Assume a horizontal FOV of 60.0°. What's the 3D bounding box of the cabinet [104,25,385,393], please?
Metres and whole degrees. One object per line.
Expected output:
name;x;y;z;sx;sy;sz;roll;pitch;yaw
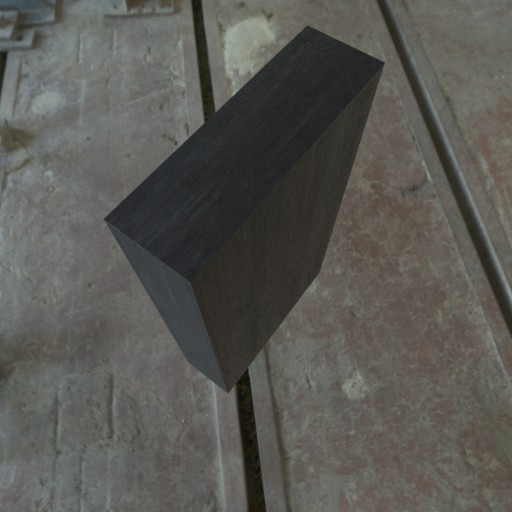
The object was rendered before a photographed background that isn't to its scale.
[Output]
cabinet;0.000;0.000;1.587;0.250;1.280;0.750;34;68;15
